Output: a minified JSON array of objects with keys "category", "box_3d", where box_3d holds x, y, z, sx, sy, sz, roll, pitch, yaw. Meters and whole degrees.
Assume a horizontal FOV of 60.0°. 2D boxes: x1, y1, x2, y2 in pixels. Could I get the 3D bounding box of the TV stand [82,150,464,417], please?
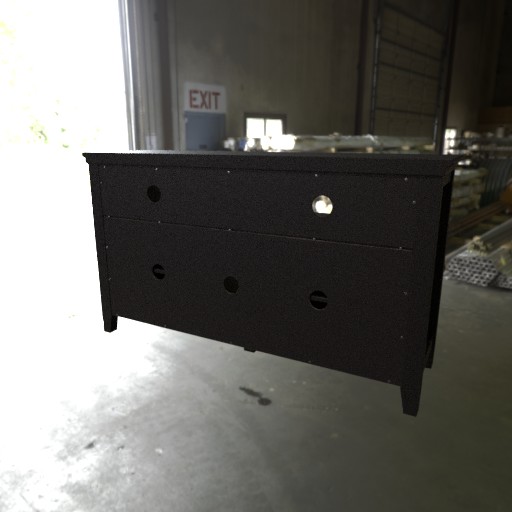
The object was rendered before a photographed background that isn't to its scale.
[{"category":"TV stand","box_3d":[0.000,0.000,1.508,1.198,0.681,0.347,8,17,27]}]
